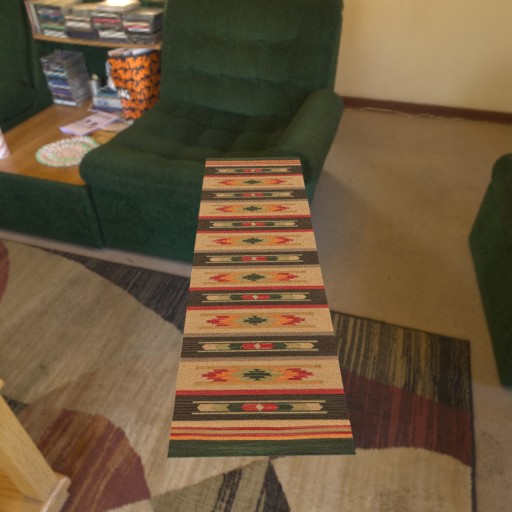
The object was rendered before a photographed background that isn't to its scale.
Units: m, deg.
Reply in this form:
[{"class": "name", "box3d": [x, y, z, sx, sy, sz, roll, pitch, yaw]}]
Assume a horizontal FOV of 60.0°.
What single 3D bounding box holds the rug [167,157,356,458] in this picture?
[{"class": "rug", "box3d": [0.000, 0.000, 2.686, 0.760, 0.009, 2.440, -1, 41, -1]}]
